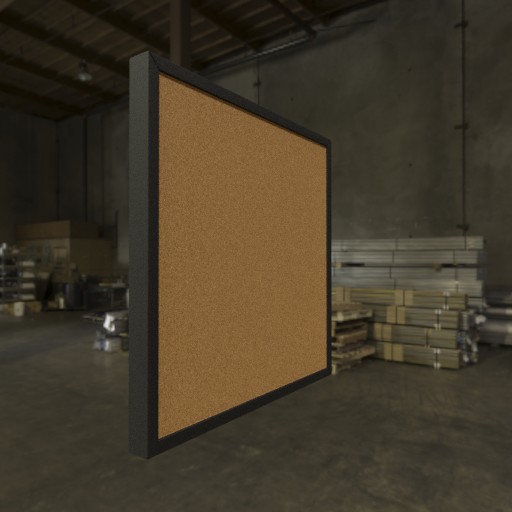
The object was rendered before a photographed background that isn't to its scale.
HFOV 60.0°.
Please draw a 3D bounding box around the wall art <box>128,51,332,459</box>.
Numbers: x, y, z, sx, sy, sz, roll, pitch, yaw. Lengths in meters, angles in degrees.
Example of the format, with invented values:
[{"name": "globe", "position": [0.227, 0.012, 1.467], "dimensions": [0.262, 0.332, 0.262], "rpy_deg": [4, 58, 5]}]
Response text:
[{"name": "wall art", "position": [0.000, 0.000, 0.765], "dimensions": [0.037, 0.508, 0.508], "rpy_deg": [0, -1, 36]}]
